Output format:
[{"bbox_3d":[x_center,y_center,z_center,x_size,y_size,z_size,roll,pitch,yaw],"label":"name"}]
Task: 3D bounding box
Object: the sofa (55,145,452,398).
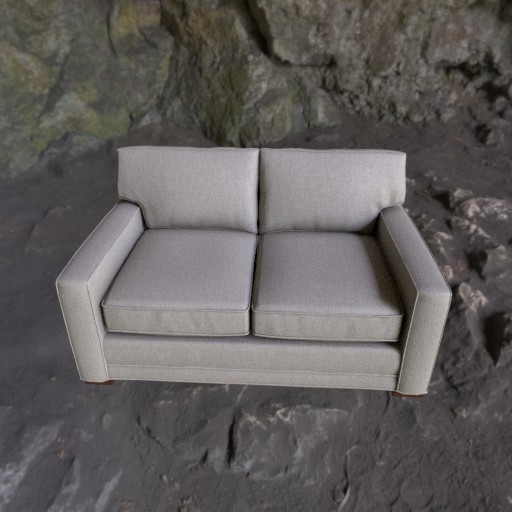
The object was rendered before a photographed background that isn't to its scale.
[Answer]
[{"bbox_3d":[0.000,0.000,2.085,1.484,0.853,0.940,2,30,3],"label":"sofa"}]
